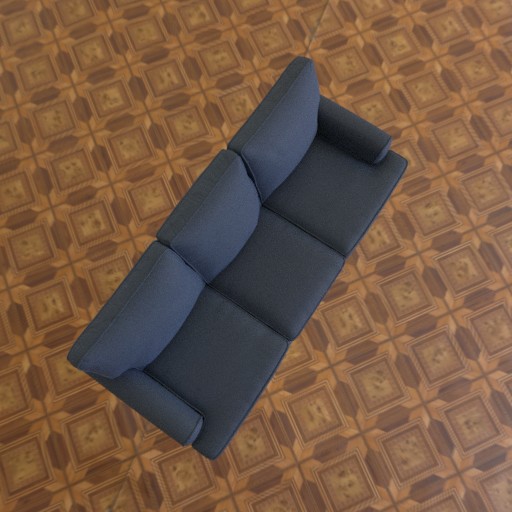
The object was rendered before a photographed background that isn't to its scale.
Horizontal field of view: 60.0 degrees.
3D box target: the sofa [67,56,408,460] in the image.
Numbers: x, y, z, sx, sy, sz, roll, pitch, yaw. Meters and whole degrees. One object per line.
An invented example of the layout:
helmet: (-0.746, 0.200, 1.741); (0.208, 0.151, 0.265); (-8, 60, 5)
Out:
sofa: (0.000, 0.000, 2.633); (0.951, 0.965, 2.158); (33, 78, 8)
